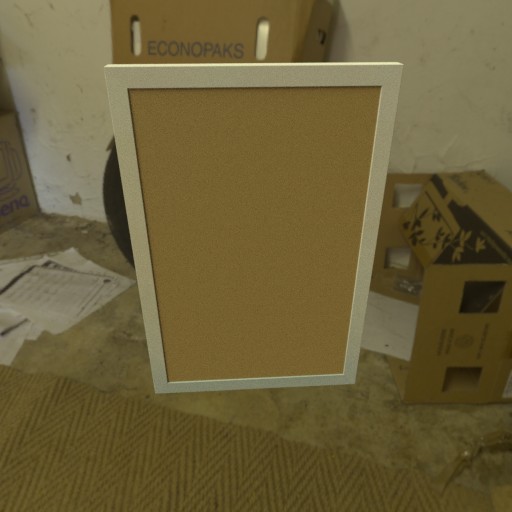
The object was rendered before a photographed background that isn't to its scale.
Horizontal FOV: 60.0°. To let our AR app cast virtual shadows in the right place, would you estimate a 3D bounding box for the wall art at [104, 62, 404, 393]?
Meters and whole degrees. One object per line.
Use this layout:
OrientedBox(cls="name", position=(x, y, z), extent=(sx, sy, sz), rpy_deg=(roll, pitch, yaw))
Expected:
OrientedBox(cls="wall art", position=(0.000, 0.000, 1.146), extent=(0.612, 0.915, 0.039), rpy_deg=(-2, 30, -3))
